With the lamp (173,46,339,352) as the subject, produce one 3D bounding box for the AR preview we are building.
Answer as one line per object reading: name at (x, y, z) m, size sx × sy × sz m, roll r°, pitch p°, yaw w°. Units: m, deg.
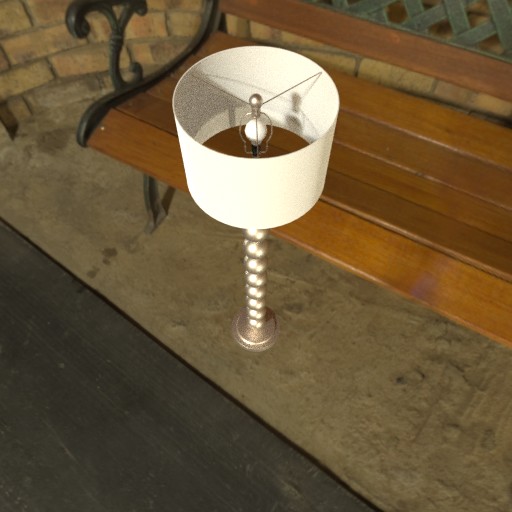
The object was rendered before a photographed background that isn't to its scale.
lamp at (0.000, 0.000, 1.670) m, size 0.394 × 1.474 × 0.394 m, roll -1°, pitch 59°, yaw -1°
